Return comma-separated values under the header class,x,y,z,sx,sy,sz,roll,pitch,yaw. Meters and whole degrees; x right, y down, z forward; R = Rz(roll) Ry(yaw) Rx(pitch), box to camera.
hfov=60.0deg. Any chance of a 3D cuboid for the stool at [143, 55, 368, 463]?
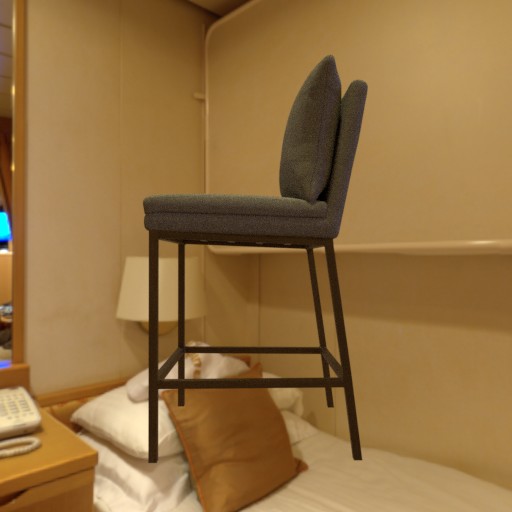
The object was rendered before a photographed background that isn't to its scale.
class,x,y,z,sx,sy,sz,roll,pitch,yaw
stool,0.000,0.000,1.327,0.569,1.031,0.463,0,0,0
